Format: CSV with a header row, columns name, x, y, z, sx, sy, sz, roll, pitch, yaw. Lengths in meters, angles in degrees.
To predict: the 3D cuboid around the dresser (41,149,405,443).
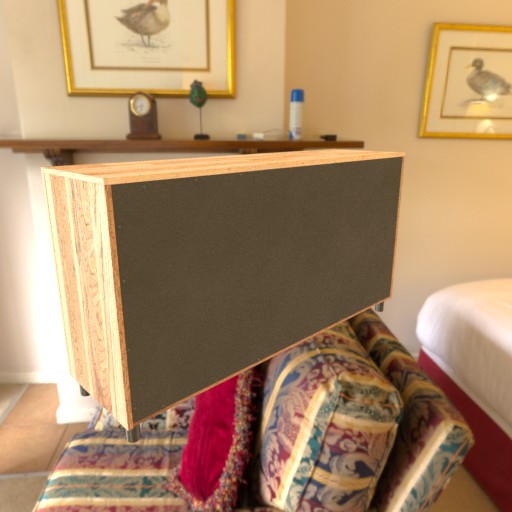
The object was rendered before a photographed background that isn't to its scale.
name,x,y,z,sx,sy,sz,roll,pitch,yaw
dresser,0.000,0.000,1.926,1.547,0.834,0.487,-15,22,-42
